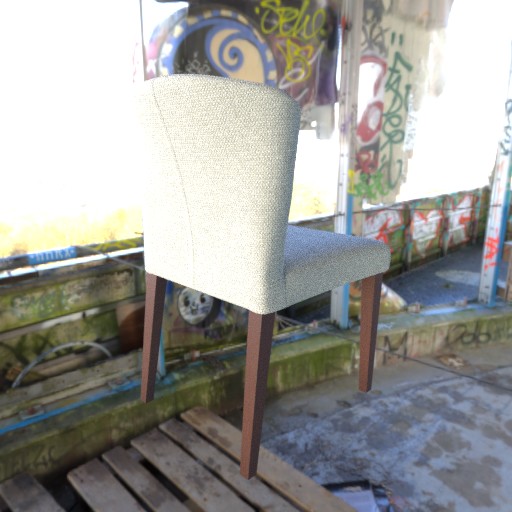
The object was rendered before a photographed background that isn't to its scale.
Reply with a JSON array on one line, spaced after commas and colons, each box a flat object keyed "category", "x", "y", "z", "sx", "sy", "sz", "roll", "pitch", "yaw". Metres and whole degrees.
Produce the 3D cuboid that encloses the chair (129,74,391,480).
[{"category": "chair", "x": 0.000, "y": 0.000, "z": 1.177, "sx": 0.491, "sy": 0.839, "sz": 0.589, "roll": 14, "pitch": 20, "yaw": 43}]
